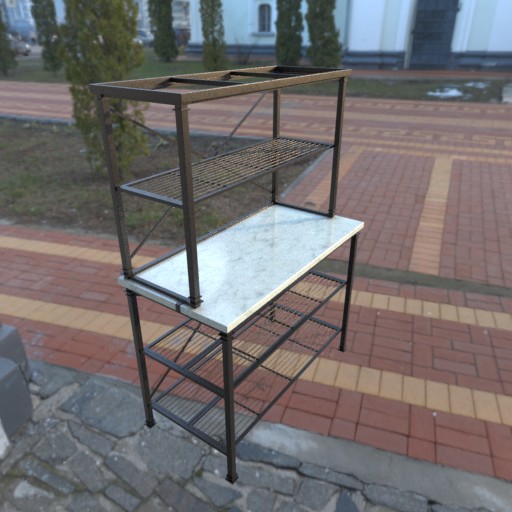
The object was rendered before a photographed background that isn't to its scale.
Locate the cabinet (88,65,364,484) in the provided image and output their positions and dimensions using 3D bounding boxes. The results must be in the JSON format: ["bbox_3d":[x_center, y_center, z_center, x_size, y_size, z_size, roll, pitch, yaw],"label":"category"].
[{"bbox_3d":[0.000,0.000,2.201,0.610,1.659,1.210,18,32,31],"label":"cabinet"}]
